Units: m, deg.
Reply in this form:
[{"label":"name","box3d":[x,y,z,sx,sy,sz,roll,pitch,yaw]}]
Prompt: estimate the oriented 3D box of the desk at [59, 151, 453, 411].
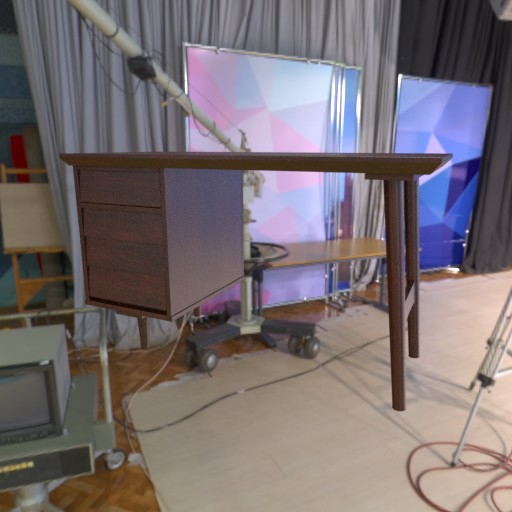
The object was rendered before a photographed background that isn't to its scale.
[{"label":"desk","box3d":[0.000,0.000,1.681,1.277,0.758,0.612,7,15,25]}]
